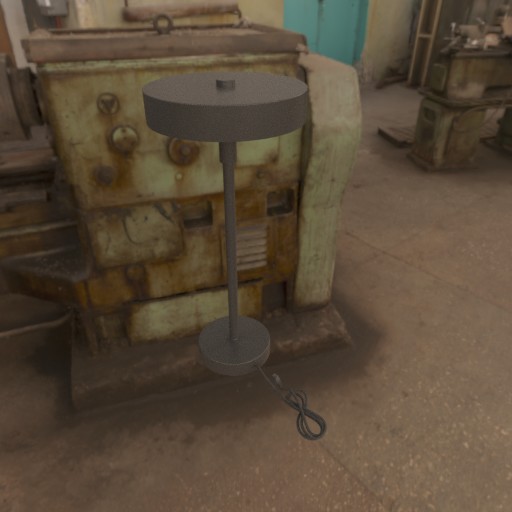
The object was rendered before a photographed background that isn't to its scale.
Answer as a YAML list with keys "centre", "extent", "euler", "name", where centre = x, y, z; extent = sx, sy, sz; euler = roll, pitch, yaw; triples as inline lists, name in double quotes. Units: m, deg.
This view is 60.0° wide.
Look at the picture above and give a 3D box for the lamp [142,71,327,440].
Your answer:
- centre: [0.000, 0.000, 0.701]
  extent: [0.229, 0.508, 0.369]
  euler: [-22, 38, -31]
  name: "lamp"
